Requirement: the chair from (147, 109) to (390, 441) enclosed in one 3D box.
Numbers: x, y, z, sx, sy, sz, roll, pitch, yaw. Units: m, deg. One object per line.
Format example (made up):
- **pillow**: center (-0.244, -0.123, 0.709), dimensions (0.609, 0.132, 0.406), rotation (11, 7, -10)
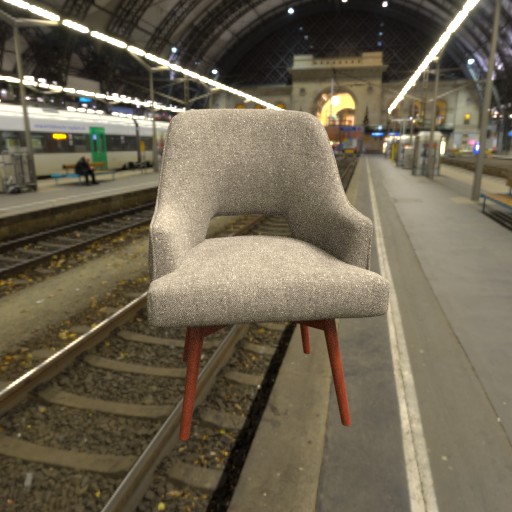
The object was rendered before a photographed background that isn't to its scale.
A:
- **chair**: center (0.000, 0.000, 1.315), dimensions (0.608, 0.875, 0.629), rotation (-2, 14, -8)
